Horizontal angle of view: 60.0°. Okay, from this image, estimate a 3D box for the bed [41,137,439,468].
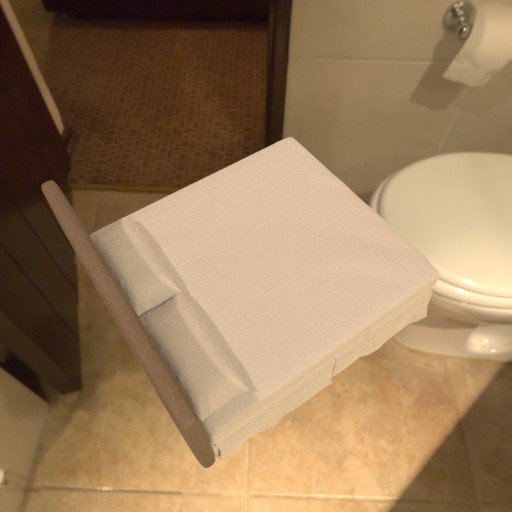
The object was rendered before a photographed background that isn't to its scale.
[{"bbox_3d":[0.000,0.000,3.560,2.341,1.317,2.119,-30,61,-19],"label":"bed"}]
